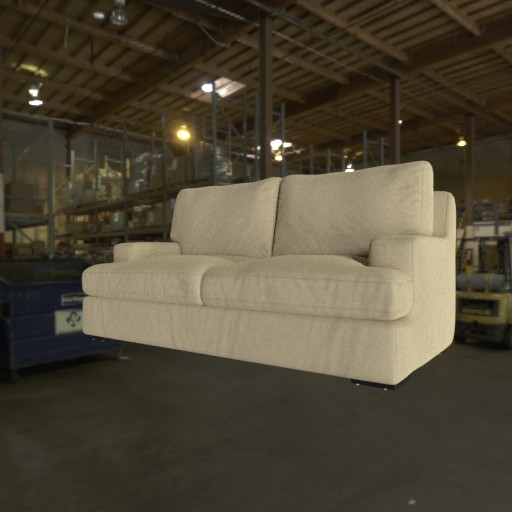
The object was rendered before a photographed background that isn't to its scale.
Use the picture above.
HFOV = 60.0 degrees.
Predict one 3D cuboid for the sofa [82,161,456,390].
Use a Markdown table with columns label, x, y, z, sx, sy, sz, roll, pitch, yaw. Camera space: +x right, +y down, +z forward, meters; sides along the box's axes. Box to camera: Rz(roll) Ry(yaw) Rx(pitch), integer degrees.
| label | x | y | z | sx | sy | sz | roll | pitch | yaw |
| --- | --- | --- | --- | --- | --- | --- | --- | --- | --- |
| sofa | 0.000 | 0.000 | 2.435 | 1.885 | 0.967 | 0.962 | 0 | 0 | 35 |
